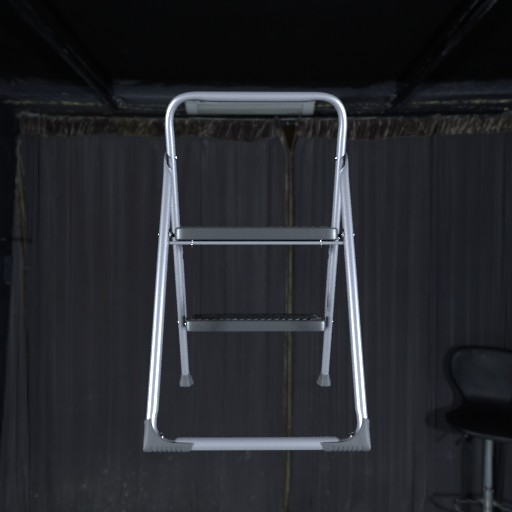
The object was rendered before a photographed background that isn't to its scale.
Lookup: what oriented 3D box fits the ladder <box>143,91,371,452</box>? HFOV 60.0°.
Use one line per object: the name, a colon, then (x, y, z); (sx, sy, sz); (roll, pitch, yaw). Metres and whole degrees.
ladder: (0.000, 0.000, 1.039); (0.430, 0.720, 0.472); (0, 0, -1)
